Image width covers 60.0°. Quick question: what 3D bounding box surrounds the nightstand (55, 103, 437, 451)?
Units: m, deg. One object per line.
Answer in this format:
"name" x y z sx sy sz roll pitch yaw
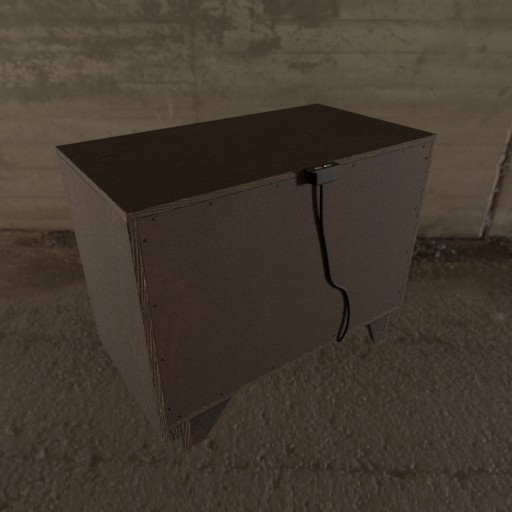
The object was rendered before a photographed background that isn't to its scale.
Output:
"nightstand" 0.000 0.000 1.168 0.775 0.612 0.457 -20 36 -30
